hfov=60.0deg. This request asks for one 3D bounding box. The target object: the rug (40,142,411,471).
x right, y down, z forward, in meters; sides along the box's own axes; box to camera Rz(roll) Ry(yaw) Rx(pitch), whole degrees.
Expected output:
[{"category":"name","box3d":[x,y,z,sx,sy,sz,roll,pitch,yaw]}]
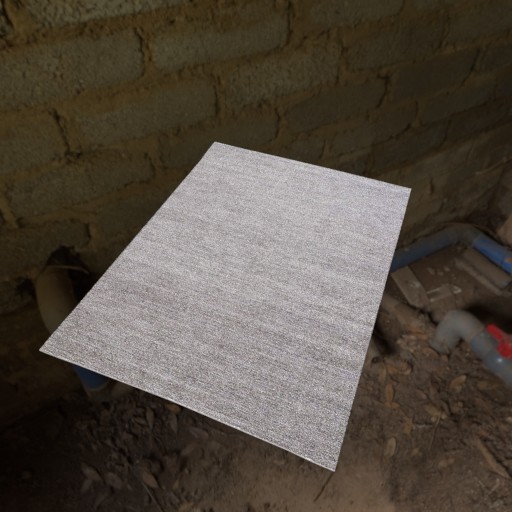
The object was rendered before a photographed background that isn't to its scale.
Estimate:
[{"category":"rug","box3d":[0.000,0.000,4.224,2.434,0.045,3.202,17,50,15]}]
